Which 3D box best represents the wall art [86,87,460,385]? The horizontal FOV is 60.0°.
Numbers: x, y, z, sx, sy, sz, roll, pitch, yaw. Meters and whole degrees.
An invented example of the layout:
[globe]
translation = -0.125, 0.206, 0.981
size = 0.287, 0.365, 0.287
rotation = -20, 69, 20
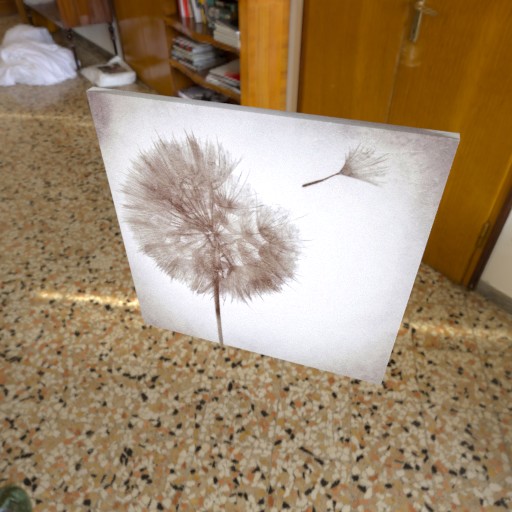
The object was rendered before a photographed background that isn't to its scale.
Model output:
[wall art]
translation = 0.000, 0.000, 1.126
size = 0.762, 0.762, 0.027
rotation = 12, 42, 13
